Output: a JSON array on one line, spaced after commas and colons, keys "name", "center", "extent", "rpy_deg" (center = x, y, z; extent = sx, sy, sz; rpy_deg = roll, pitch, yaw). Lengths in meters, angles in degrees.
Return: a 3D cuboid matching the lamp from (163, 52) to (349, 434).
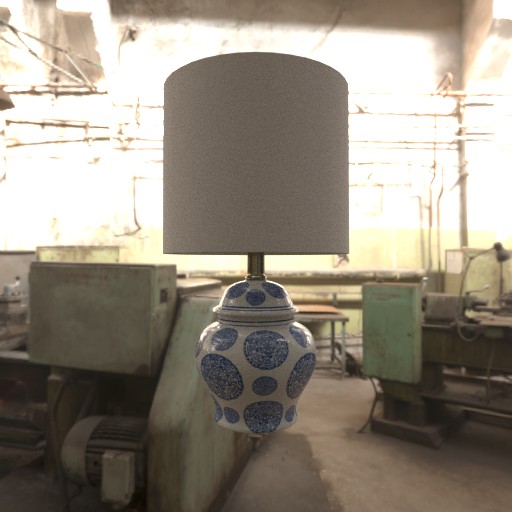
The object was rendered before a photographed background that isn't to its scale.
[{"name": "lamp", "center": [0.000, 0.000, 0.521], "extent": [0.215, 0.381, 0.215], "rpy_deg": [0, -1, 0]}]
